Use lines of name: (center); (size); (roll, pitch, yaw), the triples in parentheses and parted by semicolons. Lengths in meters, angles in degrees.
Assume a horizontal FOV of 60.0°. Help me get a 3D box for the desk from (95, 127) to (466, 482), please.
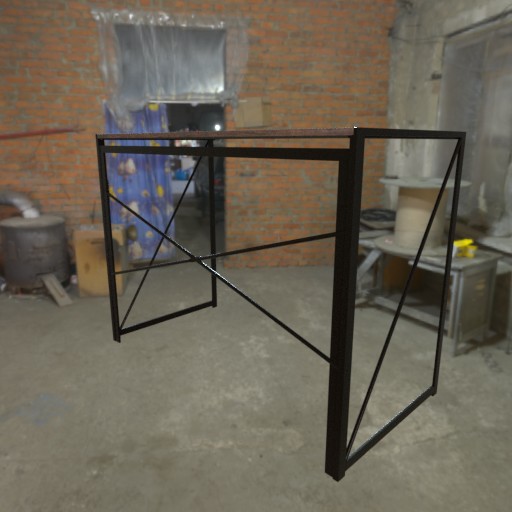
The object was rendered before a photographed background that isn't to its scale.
desk: (0.000, 0.000, 1.398); (0.505, 0.747, 1.015); (-14, 20, -43)
